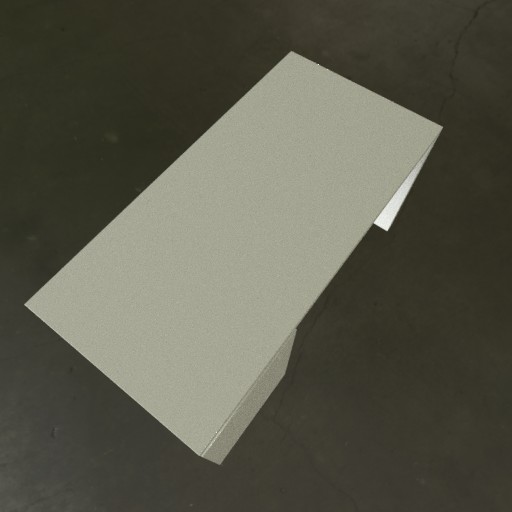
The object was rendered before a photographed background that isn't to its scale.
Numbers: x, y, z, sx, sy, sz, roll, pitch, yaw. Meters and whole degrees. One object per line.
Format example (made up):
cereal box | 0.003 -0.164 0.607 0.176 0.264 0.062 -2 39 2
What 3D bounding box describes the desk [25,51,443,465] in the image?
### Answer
desk | 0.000 0.000 1.822 0.690 0.740 1.400 34 68 16
